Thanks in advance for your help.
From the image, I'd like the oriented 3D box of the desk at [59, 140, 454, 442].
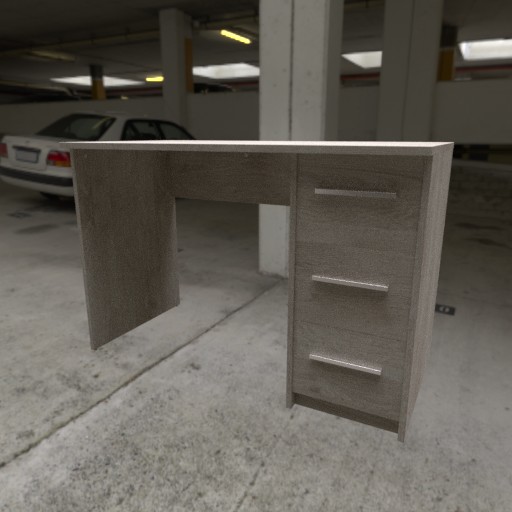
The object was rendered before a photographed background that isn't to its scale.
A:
[{"bbox_3d":[0.000,0.000,1.479,1.097,0.735,0.560,8,17,26],"label":"desk"}]
